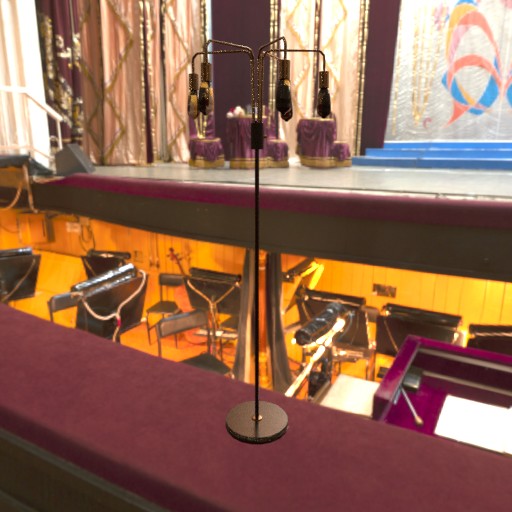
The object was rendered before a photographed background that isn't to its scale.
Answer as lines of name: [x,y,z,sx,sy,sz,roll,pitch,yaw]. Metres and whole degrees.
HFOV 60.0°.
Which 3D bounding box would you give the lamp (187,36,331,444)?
lamp: [0.000,0.000,2.001,0.572,1.721,0.599,7,16,27]
